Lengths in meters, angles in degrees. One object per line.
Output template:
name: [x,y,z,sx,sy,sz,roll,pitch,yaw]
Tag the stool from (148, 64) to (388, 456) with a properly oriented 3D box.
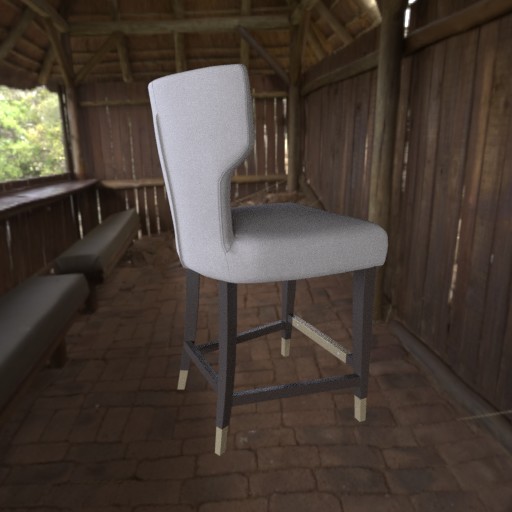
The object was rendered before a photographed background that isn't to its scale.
stool: [0.000,0.000,1.324,0.563,0.982,0.527,-7,17,-25]
